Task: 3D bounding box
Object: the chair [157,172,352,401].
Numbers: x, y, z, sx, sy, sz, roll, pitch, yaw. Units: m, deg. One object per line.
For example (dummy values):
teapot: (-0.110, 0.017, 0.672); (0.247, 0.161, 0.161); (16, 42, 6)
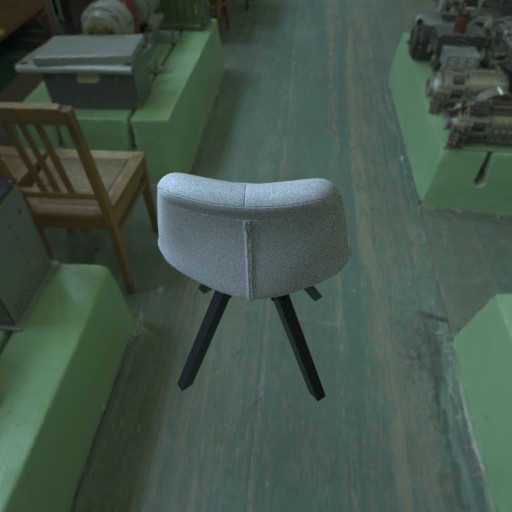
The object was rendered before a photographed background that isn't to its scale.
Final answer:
chair: (0.000, 0.000, 1.204); (0.485, 0.850, 0.550); (3, 46, 3)
